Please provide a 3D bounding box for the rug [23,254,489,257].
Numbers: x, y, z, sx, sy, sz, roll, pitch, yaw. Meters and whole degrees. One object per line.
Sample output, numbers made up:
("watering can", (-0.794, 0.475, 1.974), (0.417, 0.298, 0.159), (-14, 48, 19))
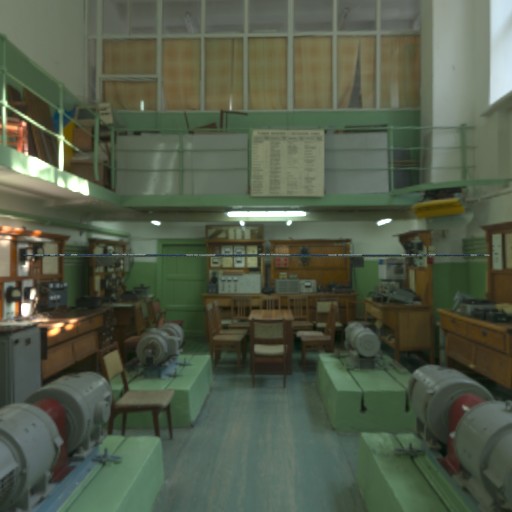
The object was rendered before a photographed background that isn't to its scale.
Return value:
("rug", (0.000, 0.000, 2.222), (1.755, 0.010, 1.153), (0, 0, 0))
